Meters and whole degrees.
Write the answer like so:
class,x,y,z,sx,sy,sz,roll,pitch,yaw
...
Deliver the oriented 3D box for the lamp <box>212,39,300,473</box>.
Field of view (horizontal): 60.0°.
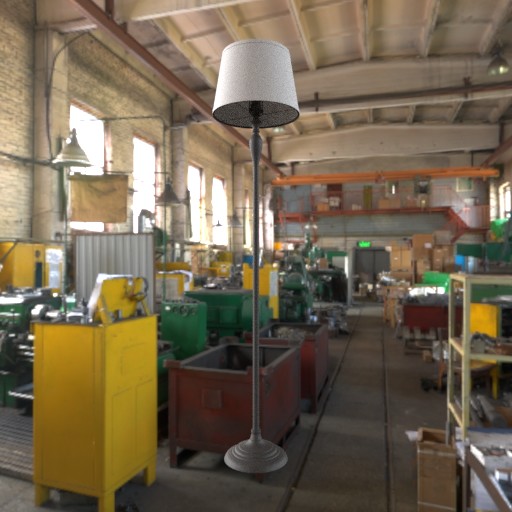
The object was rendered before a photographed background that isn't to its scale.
class,x,y,z,sx,sy,sz,roll,pitch,yaw
lamp,0.000,0.000,1.658,0.327,1.506,0.327,0,0,-18
